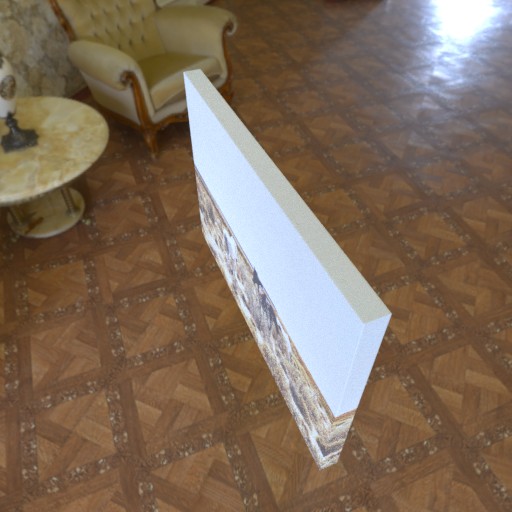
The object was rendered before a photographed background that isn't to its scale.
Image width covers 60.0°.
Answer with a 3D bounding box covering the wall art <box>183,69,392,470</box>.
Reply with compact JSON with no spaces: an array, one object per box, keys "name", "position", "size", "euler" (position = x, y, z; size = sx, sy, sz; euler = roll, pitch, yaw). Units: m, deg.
[{"name":"wall art","position":[0.000,0.000,1.157],"size":[0.050,0.610,0.914],"euler":[-17,48,-16]}]
